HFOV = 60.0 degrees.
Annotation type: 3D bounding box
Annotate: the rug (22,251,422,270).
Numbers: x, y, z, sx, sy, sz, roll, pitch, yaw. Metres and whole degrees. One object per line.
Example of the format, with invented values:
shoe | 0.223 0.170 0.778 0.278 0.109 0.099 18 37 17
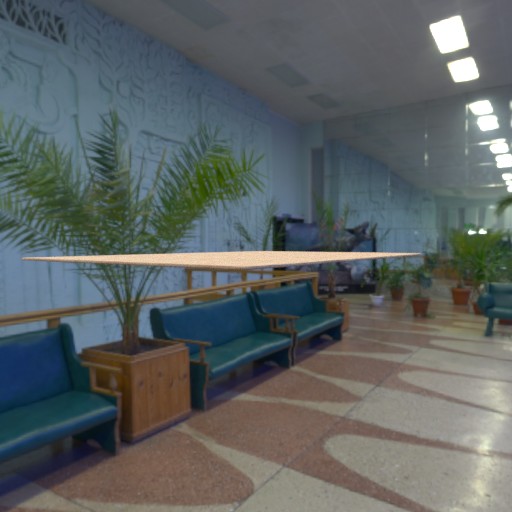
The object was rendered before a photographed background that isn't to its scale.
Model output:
rug | 0.000 0.000 3.028 1.609 0.015 2.390 1 2 35
